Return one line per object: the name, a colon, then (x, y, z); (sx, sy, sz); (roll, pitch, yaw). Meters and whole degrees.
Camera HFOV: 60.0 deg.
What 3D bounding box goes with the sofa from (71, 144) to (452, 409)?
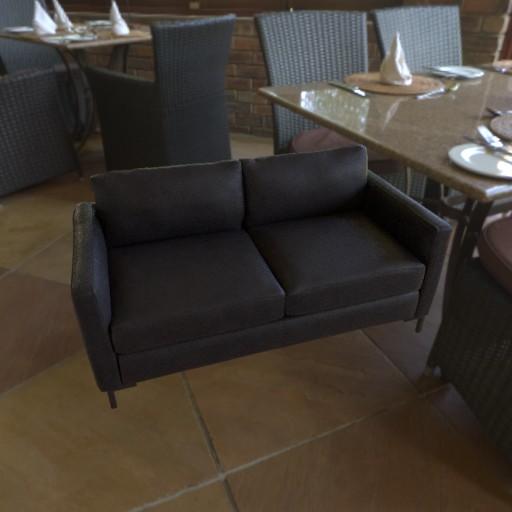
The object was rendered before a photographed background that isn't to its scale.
sofa: (0.000, 0.000, 2.377); (1.805, 0.883, 0.947); (-11, 34, -17)
